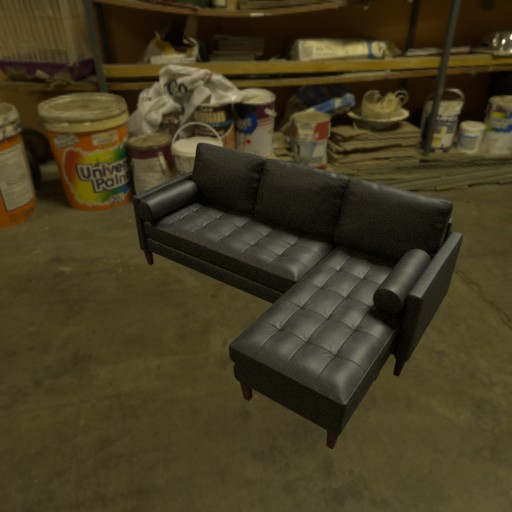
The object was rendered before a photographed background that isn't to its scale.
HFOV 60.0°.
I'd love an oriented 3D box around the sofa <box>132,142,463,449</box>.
[{"bbox_3d":[0.000,0.000,2.904,2.178,0.876,1.497,21,37,29],"label":"sofa"}]
